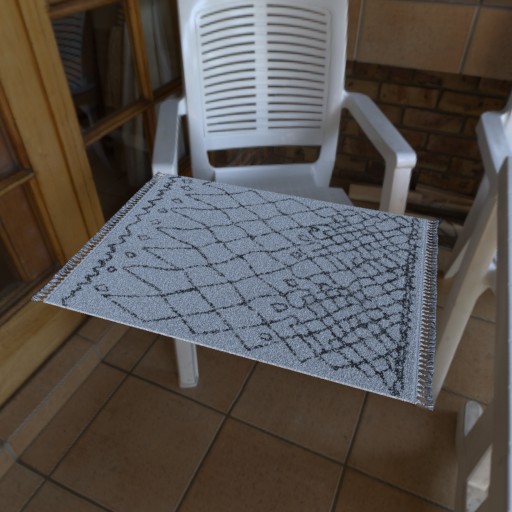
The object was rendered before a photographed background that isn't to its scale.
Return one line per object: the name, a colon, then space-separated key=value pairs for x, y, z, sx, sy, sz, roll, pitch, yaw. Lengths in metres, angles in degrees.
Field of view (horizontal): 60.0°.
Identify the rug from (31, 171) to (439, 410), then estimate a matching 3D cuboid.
rug: x=0.000 y=0.000 z=2.969 sx=2.312 sy=0.017 sz=1.613 roll=12 pitch=42 yaw=14
